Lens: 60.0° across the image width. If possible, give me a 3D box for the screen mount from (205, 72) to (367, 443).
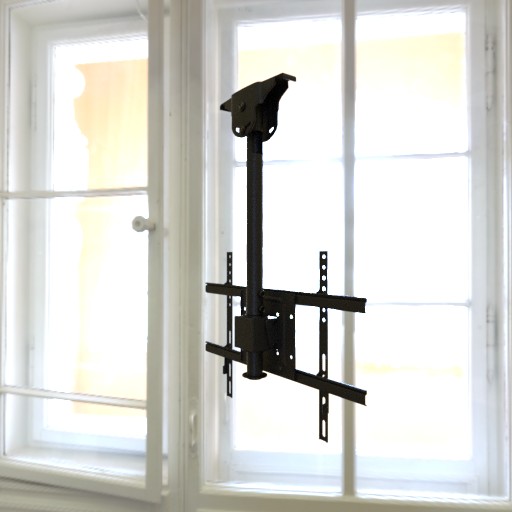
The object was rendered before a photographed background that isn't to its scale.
[{"bbox_3d":[0.000,0.000,1.048,0.090,0.775,0.595,0,0,-36],"label":"screen mount"}]
